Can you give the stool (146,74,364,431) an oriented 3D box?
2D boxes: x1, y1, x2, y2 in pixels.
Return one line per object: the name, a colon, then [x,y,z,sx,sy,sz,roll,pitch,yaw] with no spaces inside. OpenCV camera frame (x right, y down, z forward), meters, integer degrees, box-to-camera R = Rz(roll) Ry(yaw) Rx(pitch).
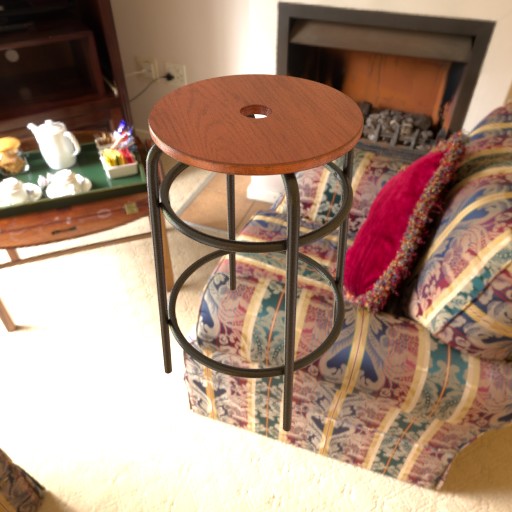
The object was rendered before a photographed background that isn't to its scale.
stool: [0.000,0.000,0.901,0.455,0.610,0.455,-12,43,-13]
